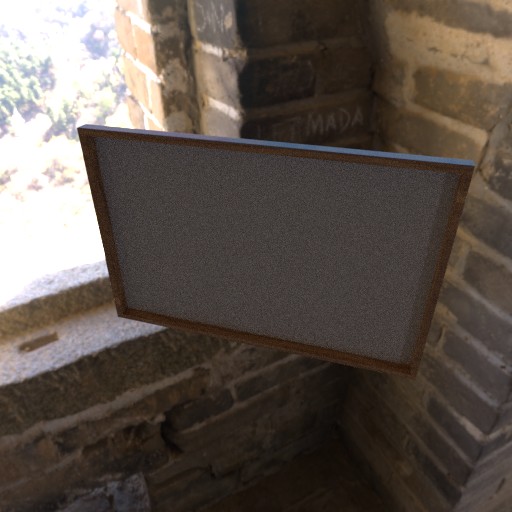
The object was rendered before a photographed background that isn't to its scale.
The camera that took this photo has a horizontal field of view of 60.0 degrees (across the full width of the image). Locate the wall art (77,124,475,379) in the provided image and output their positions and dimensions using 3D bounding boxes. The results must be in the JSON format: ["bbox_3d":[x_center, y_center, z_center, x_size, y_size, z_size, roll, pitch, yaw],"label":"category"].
[{"bbox_3d":[0.000,0.000,1.159,0.911,0.605,0.037,9,34,14],"label":"wall art"}]
